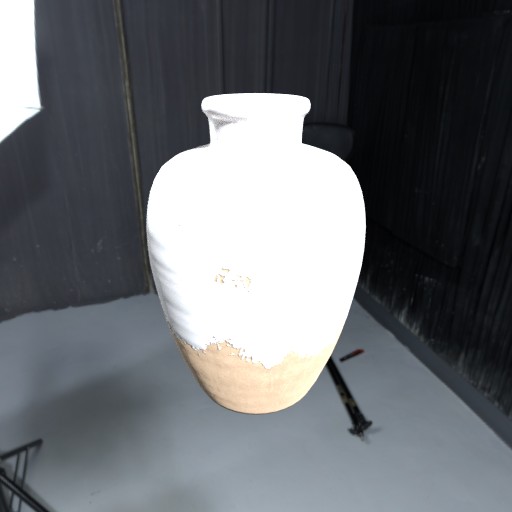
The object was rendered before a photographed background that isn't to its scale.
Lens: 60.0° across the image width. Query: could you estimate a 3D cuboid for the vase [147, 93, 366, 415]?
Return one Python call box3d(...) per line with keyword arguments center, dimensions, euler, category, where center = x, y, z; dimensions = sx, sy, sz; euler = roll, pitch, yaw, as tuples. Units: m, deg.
box3d(center=(0.000, 0.000, 0.339), dimensions=(0.158, 0.228, 0.158), euler=(0, 25, 0), category="vase")
